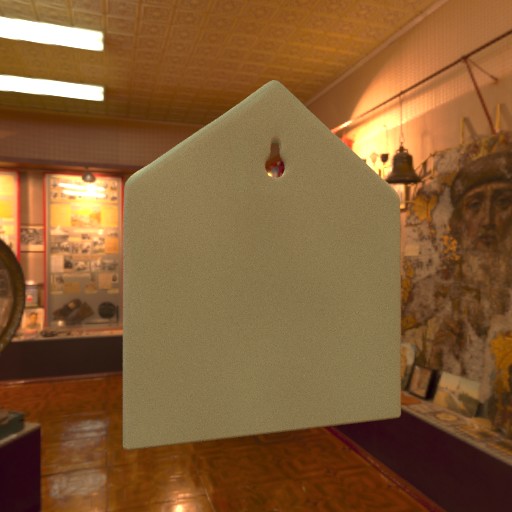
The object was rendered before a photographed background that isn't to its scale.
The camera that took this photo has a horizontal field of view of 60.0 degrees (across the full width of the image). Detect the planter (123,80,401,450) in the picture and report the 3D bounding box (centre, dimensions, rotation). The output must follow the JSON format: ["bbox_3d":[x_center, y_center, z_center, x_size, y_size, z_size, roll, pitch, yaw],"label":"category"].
[{"bbox_3d":[0.000,0.000,0.285,0.164,0.197,0.079,0,0,-17],"label":"planter"}]
